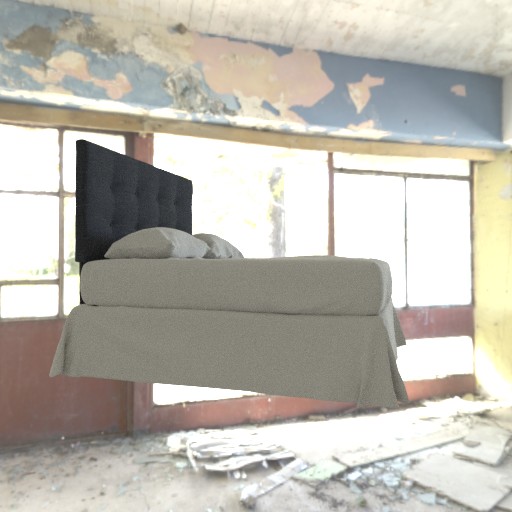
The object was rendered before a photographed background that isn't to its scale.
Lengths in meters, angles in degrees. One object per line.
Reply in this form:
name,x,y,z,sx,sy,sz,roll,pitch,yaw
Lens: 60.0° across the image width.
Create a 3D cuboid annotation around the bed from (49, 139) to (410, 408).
bed,0.000,0.000,3.433,2.222,1.577,1.936,0,-1,18
